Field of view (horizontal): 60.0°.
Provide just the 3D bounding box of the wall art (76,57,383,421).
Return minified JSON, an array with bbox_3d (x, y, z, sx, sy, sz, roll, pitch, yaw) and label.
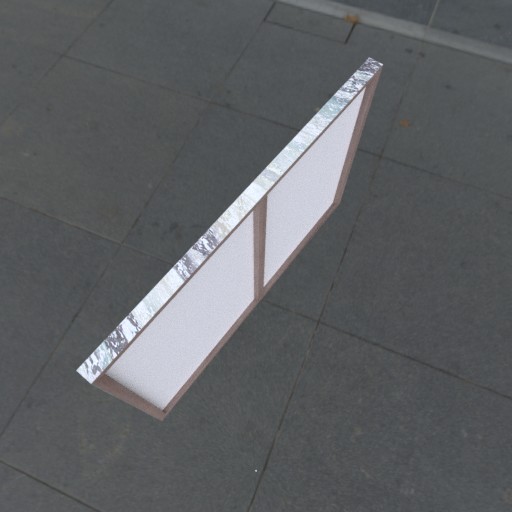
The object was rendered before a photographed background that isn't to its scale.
[{"bbox_3d":[0.000,0.000,1.149,0.038,0.598,0.919,35,69,15],"label":"wall art"}]
